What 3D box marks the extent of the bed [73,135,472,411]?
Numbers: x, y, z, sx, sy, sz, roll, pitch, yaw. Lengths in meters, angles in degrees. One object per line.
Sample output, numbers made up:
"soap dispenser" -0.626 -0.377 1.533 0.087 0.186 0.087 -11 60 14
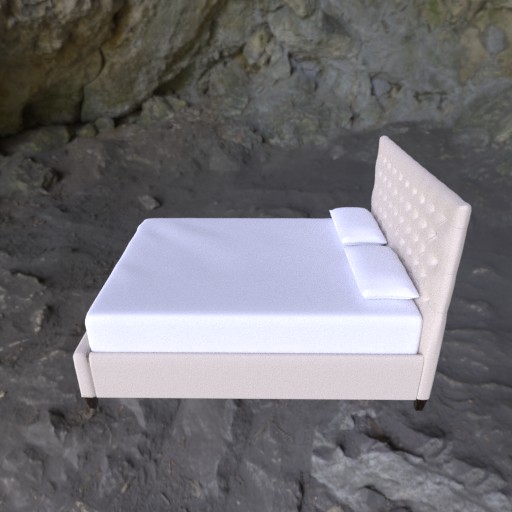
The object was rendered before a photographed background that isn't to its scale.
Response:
"bed" 0.000 0.000 3.297 2.233 1.426 1.696 0 27 0
